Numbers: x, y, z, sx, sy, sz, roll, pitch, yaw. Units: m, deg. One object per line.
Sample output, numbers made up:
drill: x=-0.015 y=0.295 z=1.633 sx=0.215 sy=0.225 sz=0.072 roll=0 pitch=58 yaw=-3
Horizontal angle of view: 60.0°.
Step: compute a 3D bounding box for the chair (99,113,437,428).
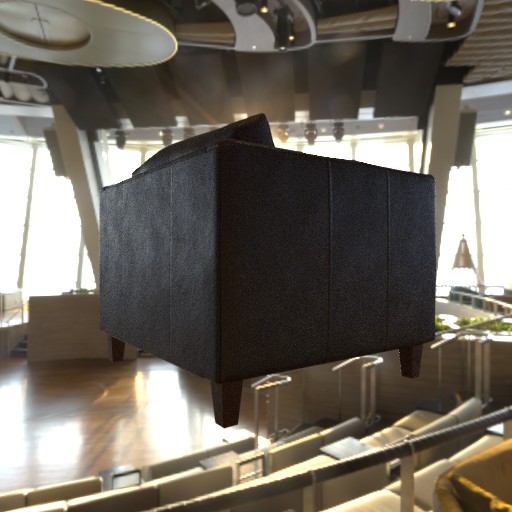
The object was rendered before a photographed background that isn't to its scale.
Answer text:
chair: x=0.000 y=0.000 z=1.612 sx=0.862 sy=0.811 sz=0.939 roll=0 pitch=0 yaw=-36
